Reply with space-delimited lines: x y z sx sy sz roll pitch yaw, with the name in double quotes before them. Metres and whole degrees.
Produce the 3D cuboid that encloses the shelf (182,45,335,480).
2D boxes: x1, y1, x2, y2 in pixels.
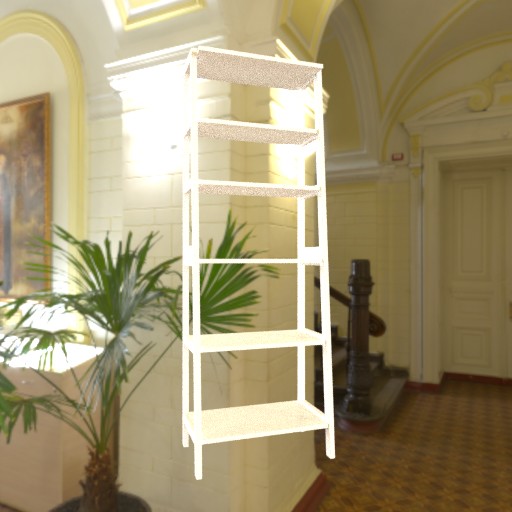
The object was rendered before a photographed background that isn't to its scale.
"shelf" 0.000 0.000 2.159 0.660 1.892 0.381 0 0 -18
